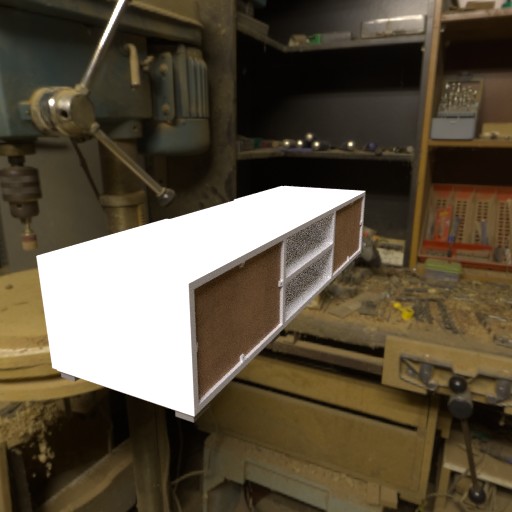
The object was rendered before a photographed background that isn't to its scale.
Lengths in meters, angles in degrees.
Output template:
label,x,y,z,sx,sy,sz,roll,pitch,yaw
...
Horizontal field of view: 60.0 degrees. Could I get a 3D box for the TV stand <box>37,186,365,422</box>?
label,x,y,z,sx,sy,sz,roll,pitch,yaw
TV stand,0.000,0.000,1.563,0.420,0.310,1.400,8,18,26
